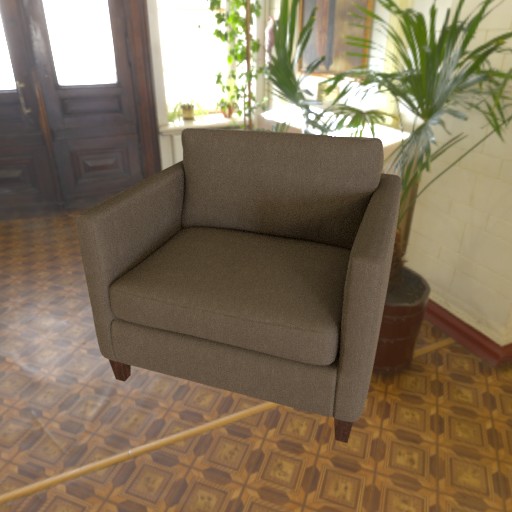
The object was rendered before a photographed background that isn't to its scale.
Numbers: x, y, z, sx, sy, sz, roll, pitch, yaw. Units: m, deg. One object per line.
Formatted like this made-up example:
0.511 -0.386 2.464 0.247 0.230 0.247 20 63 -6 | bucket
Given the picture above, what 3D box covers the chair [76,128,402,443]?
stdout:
0.000 0.000 1.908 1.107 0.963 0.959 9 28 17 | chair
